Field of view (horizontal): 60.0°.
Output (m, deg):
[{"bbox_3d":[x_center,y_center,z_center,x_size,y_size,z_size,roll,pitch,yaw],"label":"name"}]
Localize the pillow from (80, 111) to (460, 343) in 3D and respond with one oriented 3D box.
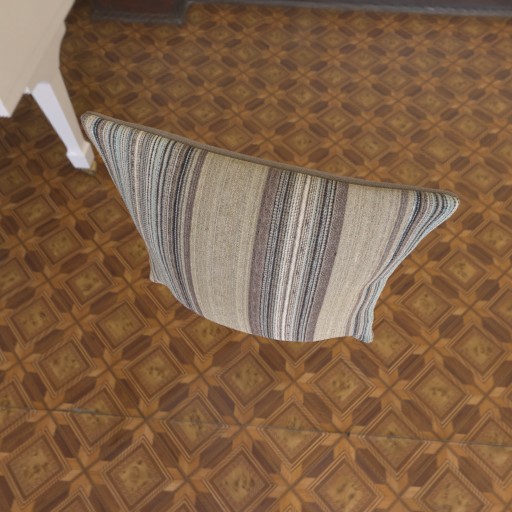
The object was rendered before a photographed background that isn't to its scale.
[{"bbox_3d":[0.000,0.000,0.653,0.435,0.416,0.189,15,60,9],"label":"pillow"}]
